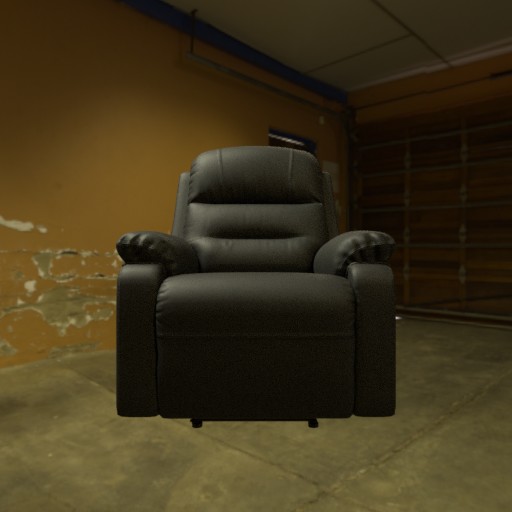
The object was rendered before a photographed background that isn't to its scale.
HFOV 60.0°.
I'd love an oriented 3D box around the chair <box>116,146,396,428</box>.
[{"bbox_3d":[0.000,0.000,1.659,0.855,0.992,0.919,0,0,0],"label":"chair"}]
